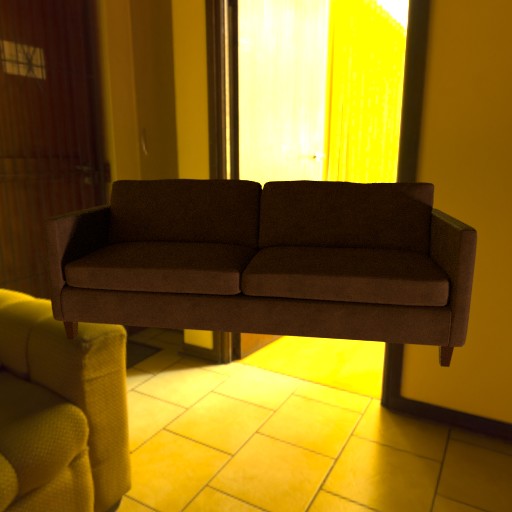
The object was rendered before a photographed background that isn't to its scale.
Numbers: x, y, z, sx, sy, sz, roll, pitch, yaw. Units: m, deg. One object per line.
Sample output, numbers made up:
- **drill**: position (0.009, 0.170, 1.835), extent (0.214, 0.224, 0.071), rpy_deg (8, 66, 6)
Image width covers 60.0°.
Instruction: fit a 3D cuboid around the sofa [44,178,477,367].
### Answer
- **sofa**: position (0.000, 0.000, 2.899), extent (2.434, 0.965, 0.951), rpy_deg (2, 13, 9)
